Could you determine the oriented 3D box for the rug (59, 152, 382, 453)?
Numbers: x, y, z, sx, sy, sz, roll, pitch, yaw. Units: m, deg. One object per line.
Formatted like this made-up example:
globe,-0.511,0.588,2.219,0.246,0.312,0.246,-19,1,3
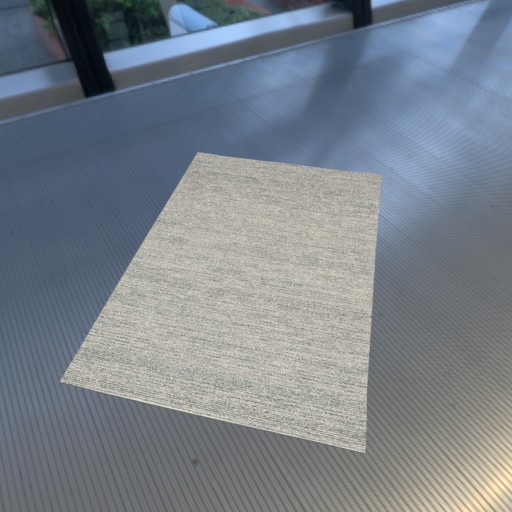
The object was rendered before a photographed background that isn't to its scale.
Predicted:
rug,0.000,0.000,3.028,1.616,0.030,2.338,10,46,9
